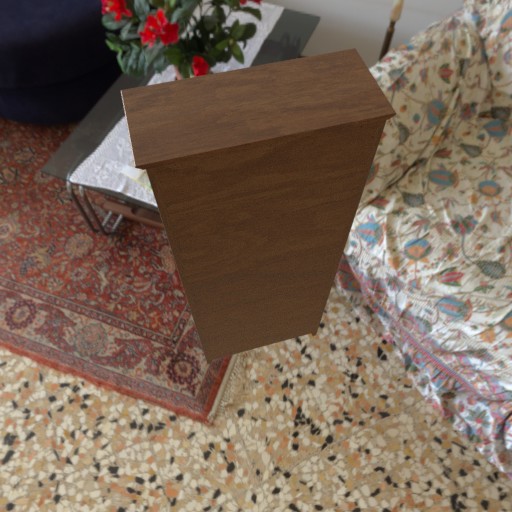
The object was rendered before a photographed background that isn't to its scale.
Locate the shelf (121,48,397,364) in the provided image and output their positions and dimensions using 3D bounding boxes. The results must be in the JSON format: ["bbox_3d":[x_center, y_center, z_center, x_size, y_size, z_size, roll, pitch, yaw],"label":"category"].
[{"bbox_3d":[0.000,0.000,2.208,0.805,1.905,0.335,-14,60,-8],"label":"shelf"}]
